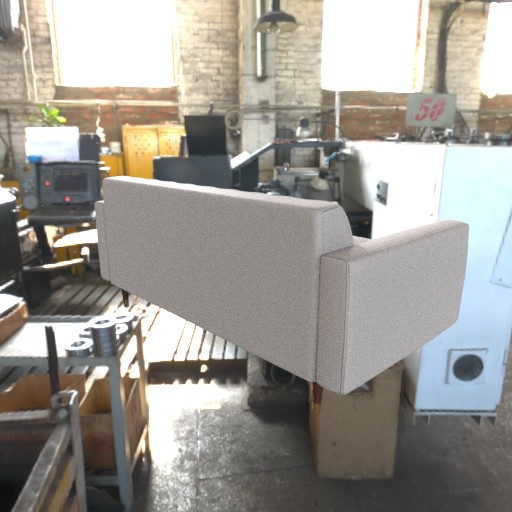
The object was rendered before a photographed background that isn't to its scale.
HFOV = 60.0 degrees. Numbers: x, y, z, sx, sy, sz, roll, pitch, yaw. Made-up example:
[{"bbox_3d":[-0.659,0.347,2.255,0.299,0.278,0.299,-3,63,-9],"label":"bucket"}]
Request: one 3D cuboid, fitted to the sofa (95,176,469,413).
[{"bbox_3d":[0.000,0.000,2.417,0.969,0.814,1.895,-14,20,-42],"label":"sofa"}]
